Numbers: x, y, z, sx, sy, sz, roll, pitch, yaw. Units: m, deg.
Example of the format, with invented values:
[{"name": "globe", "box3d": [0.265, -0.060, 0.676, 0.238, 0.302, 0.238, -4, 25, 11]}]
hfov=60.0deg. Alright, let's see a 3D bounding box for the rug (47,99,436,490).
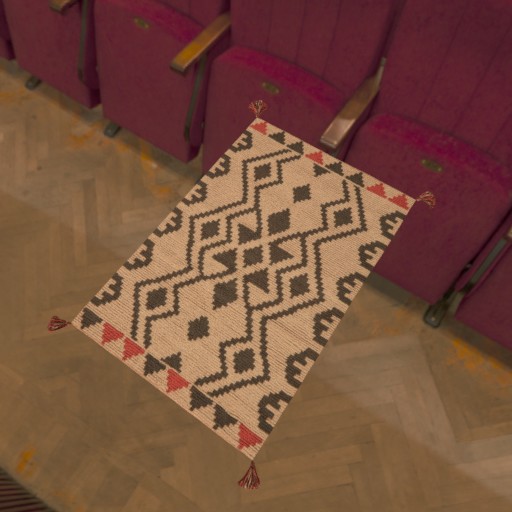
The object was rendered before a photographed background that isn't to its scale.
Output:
[{"name": "rug", "box3d": [0.000, 0.000, 2.610, 1.444, 0.067, 2.069, 32, 68, 15]}]
